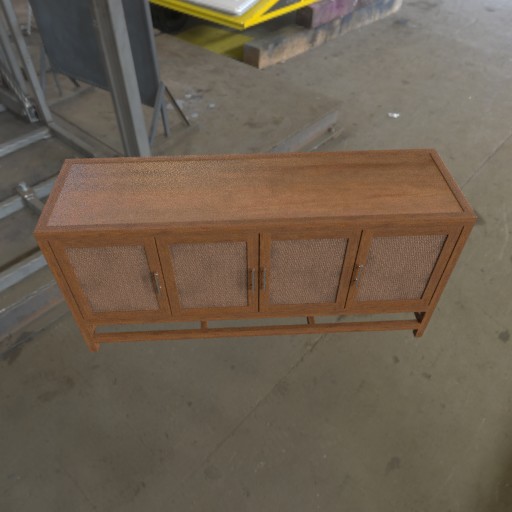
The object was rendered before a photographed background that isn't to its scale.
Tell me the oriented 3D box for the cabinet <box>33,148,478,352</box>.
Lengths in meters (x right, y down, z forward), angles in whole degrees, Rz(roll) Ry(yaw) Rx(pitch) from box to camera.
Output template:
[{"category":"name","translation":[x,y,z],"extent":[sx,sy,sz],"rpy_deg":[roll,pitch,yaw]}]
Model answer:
[{"category":"cabinet","translation":[0.000,0.000,2.156],"extent":[1.708,0.820,0.522],"rpy_deg":[-2,46,-2]}]
